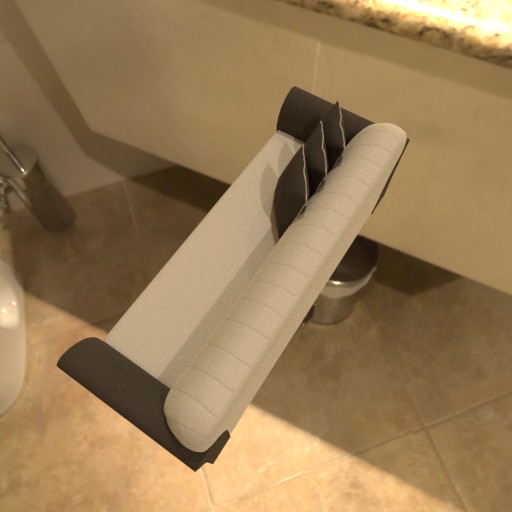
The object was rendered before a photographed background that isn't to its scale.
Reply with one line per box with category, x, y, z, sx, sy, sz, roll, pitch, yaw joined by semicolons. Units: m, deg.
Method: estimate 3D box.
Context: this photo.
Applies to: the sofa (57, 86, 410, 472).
sofa;0.000;0.000;2.367;0.755;0.787;2.001;30;67;14
